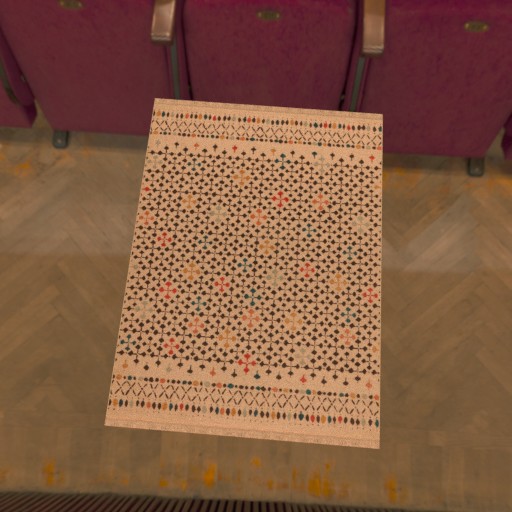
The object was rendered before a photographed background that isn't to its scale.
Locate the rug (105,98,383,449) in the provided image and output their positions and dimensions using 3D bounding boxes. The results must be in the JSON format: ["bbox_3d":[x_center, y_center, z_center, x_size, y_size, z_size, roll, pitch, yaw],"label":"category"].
[{"bbox_3d":[0.000,0.000,2.032,1.146,0.006,1.556,4,76,1],"label":"rug"}]
